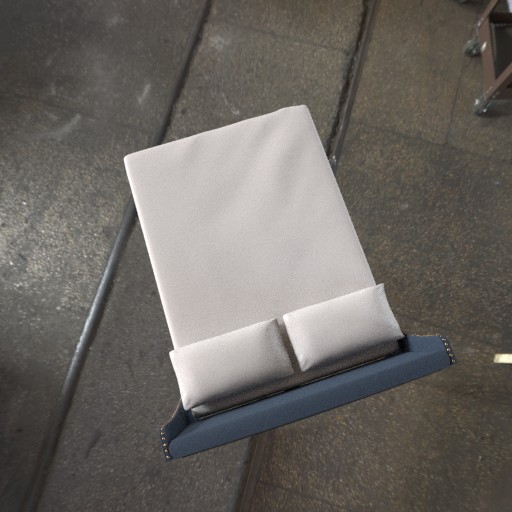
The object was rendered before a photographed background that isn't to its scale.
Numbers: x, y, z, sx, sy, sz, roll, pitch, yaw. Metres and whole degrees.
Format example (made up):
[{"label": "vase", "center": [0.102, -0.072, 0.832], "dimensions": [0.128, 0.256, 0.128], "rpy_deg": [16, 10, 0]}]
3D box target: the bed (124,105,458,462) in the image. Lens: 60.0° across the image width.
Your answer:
[{"label": "bed", "center": [0.000, 0.000, 3.283], "dimensions": [1.710, 1.407, 2.237], "rpy_deg": [-17, 77, -4]}]
